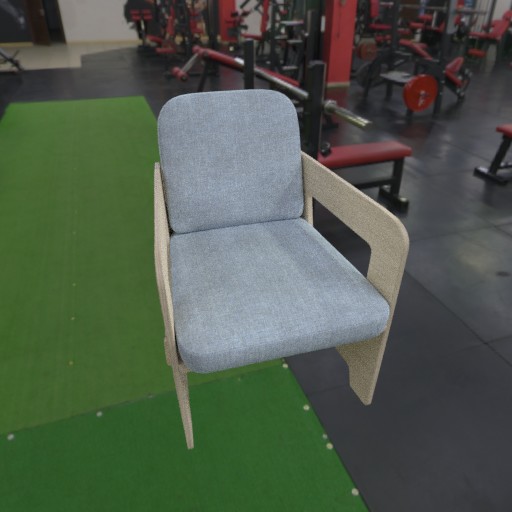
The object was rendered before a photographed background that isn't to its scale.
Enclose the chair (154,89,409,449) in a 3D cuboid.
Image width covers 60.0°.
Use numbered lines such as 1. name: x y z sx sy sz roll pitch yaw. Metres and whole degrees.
1. chair: 0.000 0.000 1.289 0.590 0.800 0.710 -9 33 -14
